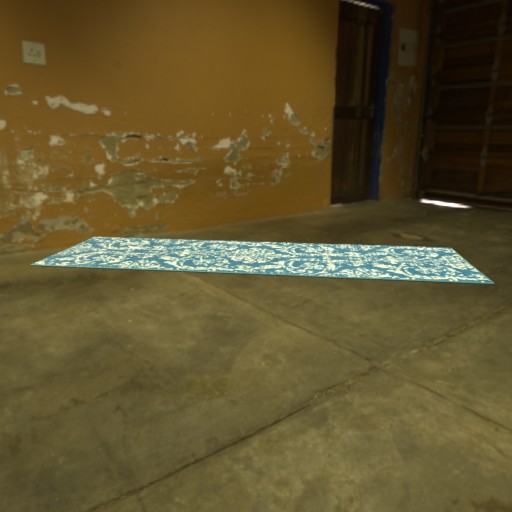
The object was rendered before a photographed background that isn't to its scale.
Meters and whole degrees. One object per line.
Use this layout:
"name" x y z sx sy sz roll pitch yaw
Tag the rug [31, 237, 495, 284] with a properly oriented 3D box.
"rug" 0.000 0.000 2.393 2.196 0.011 0.662 2 15 8
